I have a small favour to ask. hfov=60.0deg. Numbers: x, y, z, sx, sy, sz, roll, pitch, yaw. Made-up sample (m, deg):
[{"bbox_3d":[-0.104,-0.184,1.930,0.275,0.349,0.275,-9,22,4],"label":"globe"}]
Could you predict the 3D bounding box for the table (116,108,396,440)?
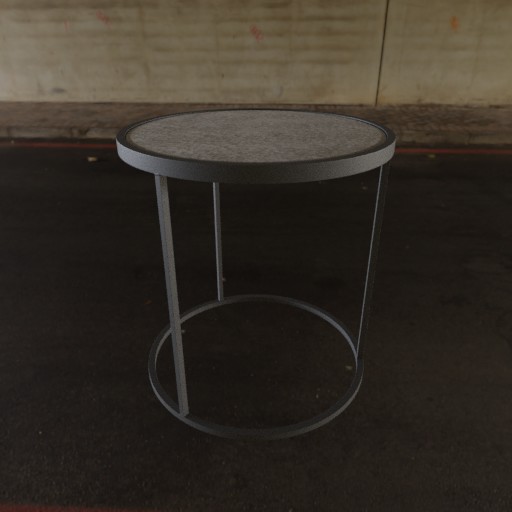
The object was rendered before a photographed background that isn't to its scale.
[{"bbox_3d":[0.000,0.000,0.885,0.470,0.498,0.470,0,27,0],"label":"table"}]
